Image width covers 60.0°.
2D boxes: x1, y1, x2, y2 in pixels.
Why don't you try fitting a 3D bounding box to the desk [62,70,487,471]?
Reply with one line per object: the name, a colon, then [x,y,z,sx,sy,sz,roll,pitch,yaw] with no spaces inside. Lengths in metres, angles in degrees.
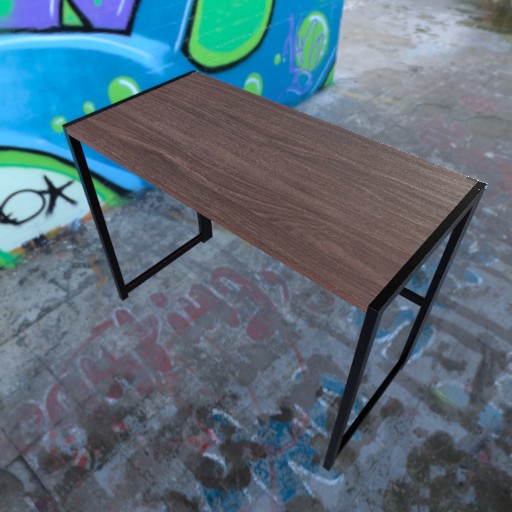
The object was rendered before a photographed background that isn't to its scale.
desk: [0.000,0.000,1.417,1.016,0.762,0.508,32,53,28]
